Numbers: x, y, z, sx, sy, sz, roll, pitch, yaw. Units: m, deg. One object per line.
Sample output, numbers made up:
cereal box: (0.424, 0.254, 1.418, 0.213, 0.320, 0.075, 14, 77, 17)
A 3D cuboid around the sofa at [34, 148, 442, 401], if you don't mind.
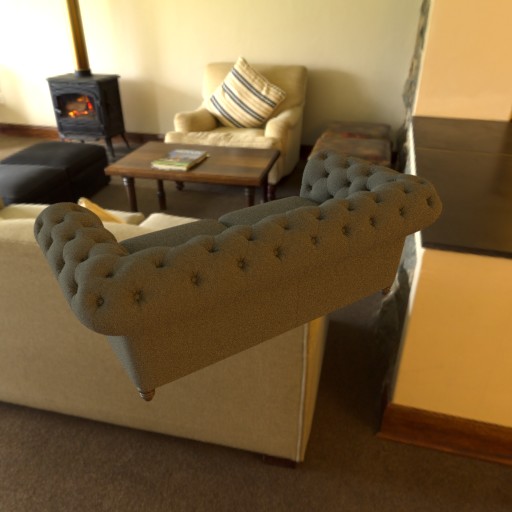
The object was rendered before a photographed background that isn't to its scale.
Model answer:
sofa: (0.000, 0.000, 2.416, 1.998, 0.764, 0.986, -18, 34, -29)
